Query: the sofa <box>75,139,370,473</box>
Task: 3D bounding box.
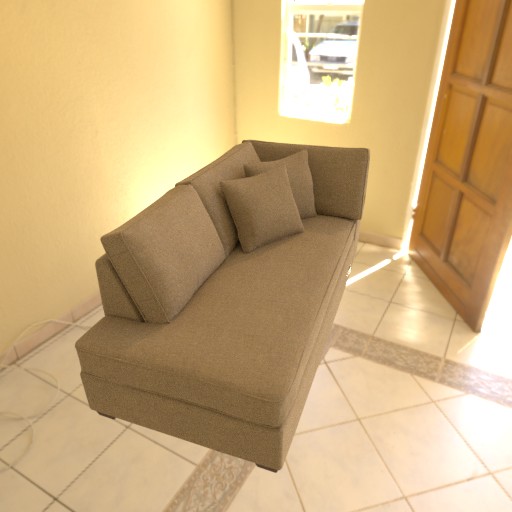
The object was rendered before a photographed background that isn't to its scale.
[{"bbox_3d":[0.000,0.000,2.842,1.110,1.019,2.238,10,31,17],"label":"sofa"}]
